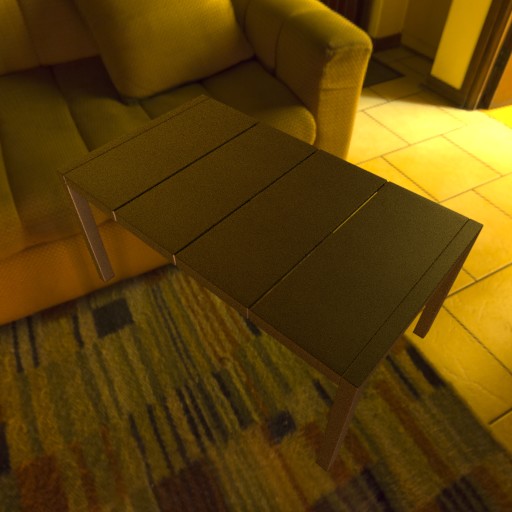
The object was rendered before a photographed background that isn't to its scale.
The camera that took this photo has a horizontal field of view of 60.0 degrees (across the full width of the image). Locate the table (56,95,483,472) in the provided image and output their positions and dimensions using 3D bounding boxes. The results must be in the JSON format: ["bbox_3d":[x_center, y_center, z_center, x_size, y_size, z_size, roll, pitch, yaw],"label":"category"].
[{"bbox_3d":[0.000,0.000,1.302,0.965,0.460,0.559,33,55,26],"label":"table"}]
